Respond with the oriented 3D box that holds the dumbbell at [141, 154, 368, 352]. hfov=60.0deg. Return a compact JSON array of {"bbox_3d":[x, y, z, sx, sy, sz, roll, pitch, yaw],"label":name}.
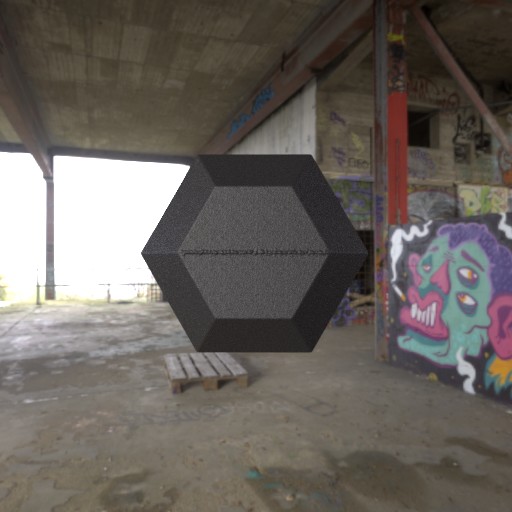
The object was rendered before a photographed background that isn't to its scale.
[{"bbox_3d":[0.000,0.000,0.354,0.116,0.101,0.297,0,-1,0],"label":"dumbbell"}]
